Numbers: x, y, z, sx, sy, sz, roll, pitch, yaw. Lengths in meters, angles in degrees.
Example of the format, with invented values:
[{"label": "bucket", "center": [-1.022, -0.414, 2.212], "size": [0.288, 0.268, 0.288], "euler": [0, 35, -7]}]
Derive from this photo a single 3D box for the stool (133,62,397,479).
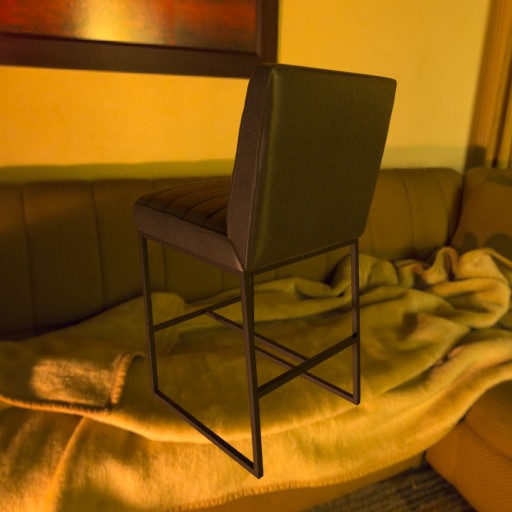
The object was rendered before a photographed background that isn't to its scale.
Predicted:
[{"label": "stool", "center": [0.000, 0.000, 1.244], "size": [0.457, 0.938, 0.552], "euler": [-16, 23, -42]}]
